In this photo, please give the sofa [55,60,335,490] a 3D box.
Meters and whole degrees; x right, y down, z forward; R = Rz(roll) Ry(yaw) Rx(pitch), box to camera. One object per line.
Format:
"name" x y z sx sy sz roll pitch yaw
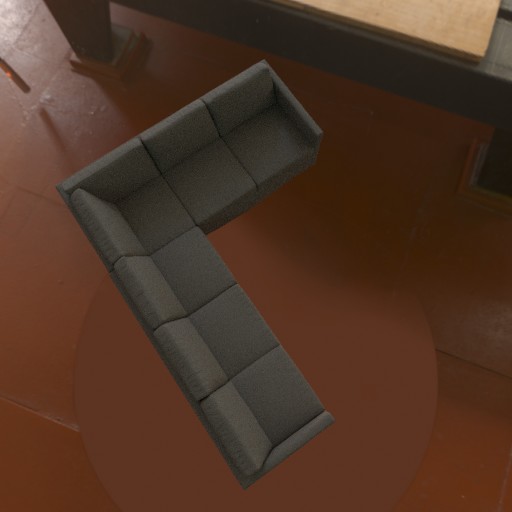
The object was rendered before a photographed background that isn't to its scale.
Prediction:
"sofa" 0.000 0.000 4.244 2.432 0.871 3.182 -34 79 -8
